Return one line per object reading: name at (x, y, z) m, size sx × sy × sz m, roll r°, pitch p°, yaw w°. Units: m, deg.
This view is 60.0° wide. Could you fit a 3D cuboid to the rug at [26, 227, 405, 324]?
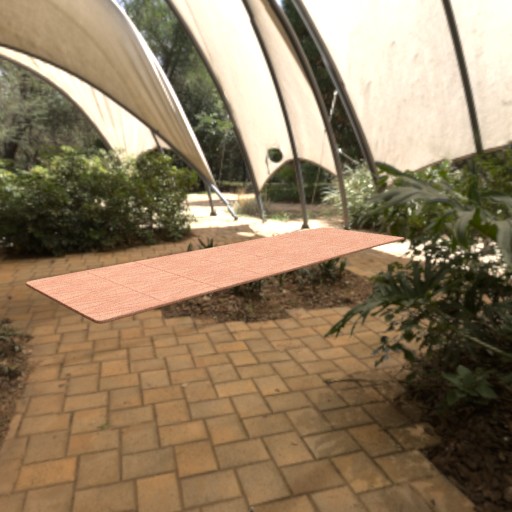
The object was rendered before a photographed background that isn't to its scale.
rug at (0.000, 0.000, 2.727) m, size 0.760 × 0.015 × 2.435 m, roll 12°, pitch 17°, yaw 43°
